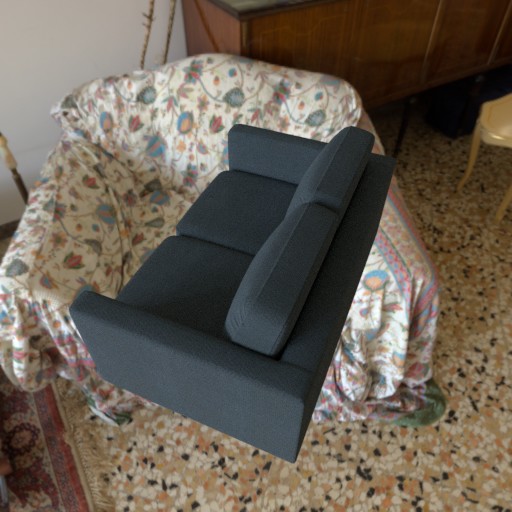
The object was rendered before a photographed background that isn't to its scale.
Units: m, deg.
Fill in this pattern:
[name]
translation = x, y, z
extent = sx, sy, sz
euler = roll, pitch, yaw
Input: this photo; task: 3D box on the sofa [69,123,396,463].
[sofa]
translation = 0.000, 0.000, 2.209
extent = 0.999, 0.930, 1.518
euler = 17, 48, 16
